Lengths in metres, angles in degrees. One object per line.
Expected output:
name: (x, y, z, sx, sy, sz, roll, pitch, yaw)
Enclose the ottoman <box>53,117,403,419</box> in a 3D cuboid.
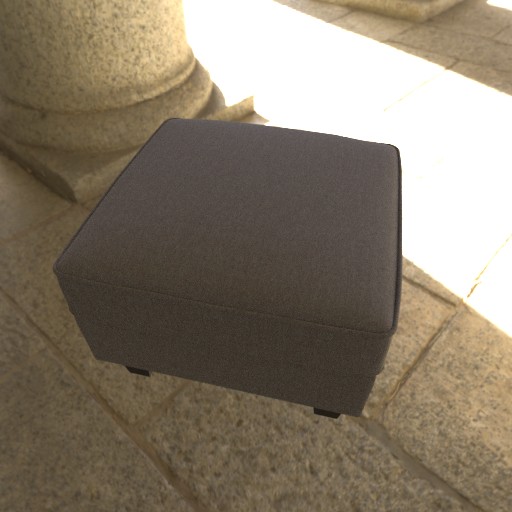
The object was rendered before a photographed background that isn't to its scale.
ottoman: (0.000, 0.000, 1.421, 0.871, 0.612, 0.808, 10, 46, 9)
